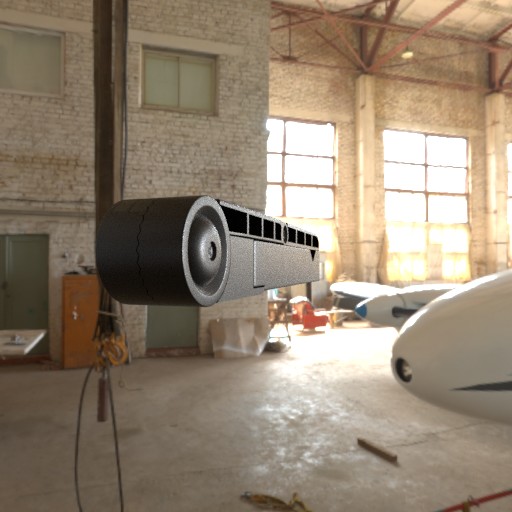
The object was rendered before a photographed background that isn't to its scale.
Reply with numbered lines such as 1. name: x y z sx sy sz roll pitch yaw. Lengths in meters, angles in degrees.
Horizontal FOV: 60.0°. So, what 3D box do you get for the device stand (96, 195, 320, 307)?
1. device stand: 0.000 0.000 0.191 0.026 0.030 0.179 0 -1 19
